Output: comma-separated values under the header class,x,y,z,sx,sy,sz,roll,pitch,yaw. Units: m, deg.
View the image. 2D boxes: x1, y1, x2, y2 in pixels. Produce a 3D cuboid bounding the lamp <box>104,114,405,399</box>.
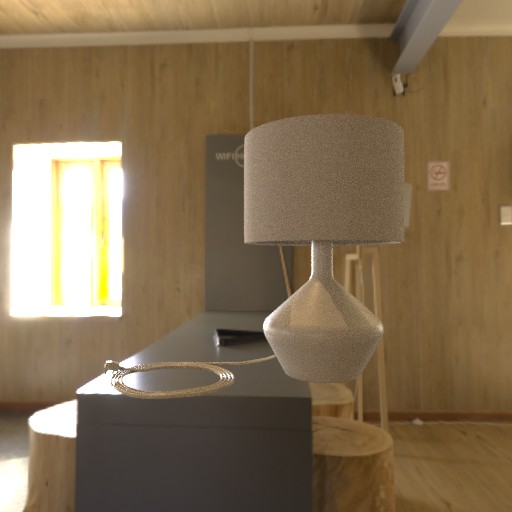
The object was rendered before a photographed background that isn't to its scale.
class,x,y,z,sx,sy,sz,roll,pitch,yaw
lamp,0.000,0.000,0.857,0.546,0.457,0.401,0,0,18
